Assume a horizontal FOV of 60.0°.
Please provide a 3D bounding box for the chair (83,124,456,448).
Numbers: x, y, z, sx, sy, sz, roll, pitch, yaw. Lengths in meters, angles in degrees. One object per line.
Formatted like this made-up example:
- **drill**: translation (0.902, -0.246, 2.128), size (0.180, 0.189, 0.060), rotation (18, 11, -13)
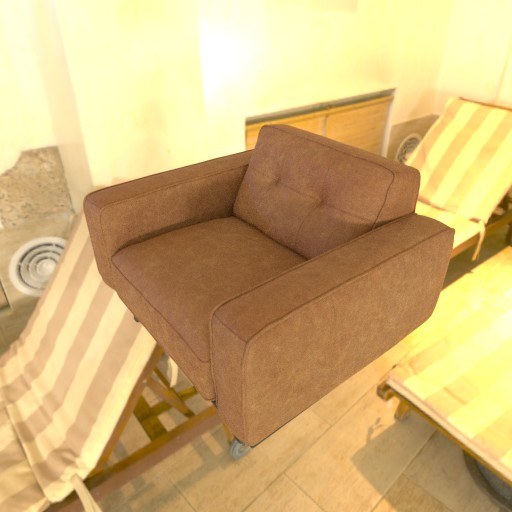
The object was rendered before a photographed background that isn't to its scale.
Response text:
- **chair**: translation (0.000, 0.000, 1.738), size (0.952, 0.782, 1.118), rotation (-23, 39, -32)
